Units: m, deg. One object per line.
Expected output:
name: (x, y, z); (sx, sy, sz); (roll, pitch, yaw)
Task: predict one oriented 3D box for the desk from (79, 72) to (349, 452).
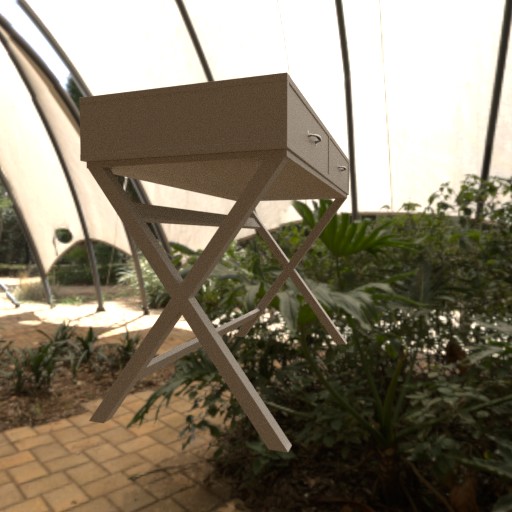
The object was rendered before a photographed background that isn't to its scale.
desk: (0.000, 0.000, 1.476); (0.525, 0.780, 1.057); (1, 2, 18)
